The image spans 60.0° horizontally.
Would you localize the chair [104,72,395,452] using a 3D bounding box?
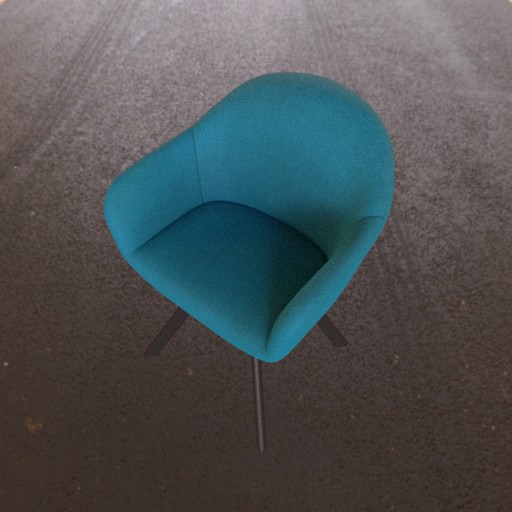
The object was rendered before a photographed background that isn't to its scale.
[{"bbox_3d":[0.000,0.000,1.175,0.590,0.795,0.550,31,54,26],"label":"chair"}]
